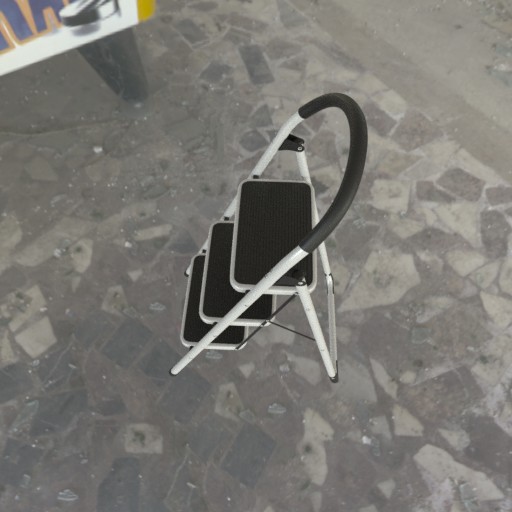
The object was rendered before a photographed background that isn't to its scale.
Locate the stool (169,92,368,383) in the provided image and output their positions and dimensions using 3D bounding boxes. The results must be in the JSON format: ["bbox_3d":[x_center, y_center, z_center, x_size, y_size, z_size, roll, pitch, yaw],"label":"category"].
[{"bbox_3d":[0.000,0.000,1.425,0.676,1.109,0.485,2,58,1],"label":"stool"}]
